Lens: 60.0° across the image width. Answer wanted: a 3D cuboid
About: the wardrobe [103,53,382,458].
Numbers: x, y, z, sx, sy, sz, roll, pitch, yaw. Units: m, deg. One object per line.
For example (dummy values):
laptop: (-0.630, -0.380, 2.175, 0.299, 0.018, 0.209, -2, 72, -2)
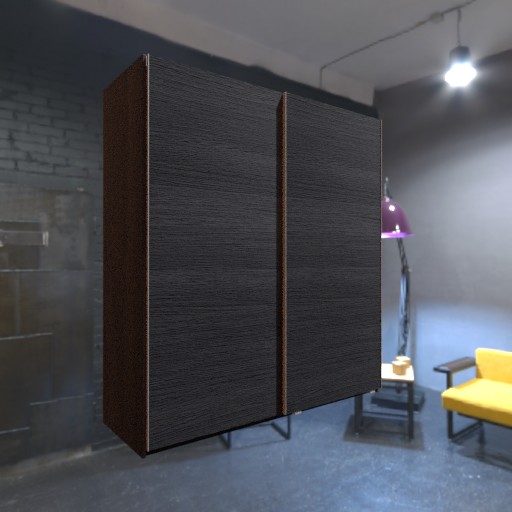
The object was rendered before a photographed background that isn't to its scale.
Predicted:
wardrobe: (0.000, 0.000, 2.891, 1.780, 1.960, 0.629, 0, 0, -37)
